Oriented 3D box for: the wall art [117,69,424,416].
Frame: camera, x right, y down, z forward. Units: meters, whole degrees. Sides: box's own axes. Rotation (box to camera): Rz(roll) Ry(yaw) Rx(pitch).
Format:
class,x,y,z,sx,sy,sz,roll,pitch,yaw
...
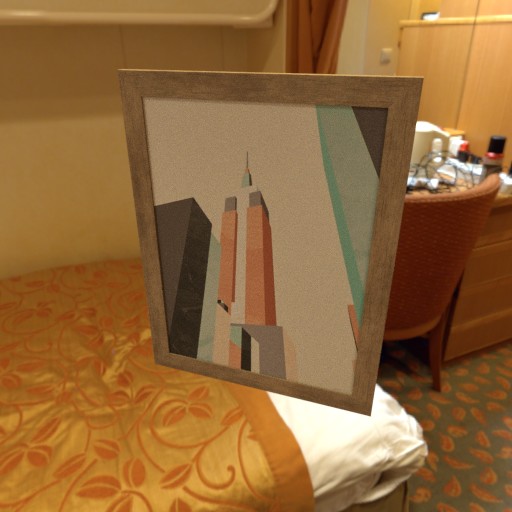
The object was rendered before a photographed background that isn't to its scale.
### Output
class,x,y,z,sx,sy,sz,roll,pitch,yaw
wall art,0.000,0.000,0.896,0.534,0.686,0.018,9,28,17
